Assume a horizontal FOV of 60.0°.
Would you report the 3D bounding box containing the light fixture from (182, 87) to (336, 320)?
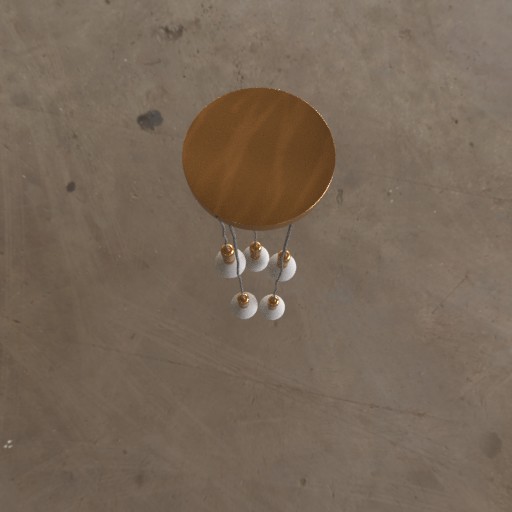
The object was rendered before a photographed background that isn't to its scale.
[{"bbox_3d":[0.000,0.000,0.496,0.108,0.457,0.105,31,77,8],"label":"light fixture"}]
